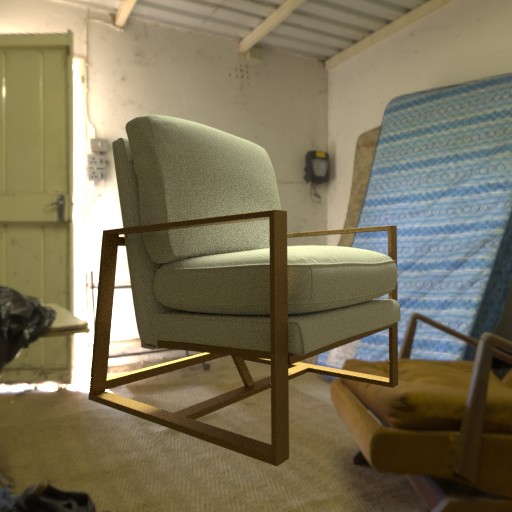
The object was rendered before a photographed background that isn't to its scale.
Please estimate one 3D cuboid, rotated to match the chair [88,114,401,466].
[{"bbox_3d":[0.000,0.000,1.562,0.813,0.966,0.805,0,1,37],"label":"chair"}]
